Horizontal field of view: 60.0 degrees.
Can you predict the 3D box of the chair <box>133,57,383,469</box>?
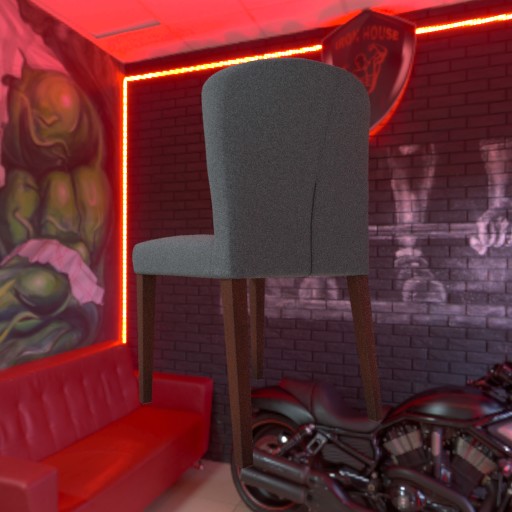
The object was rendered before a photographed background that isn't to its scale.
[{"bbox_3d":[0.000,0.000,1.198,0.491,0.839,0.592,0,-1,-37],"label":"chair"}]
